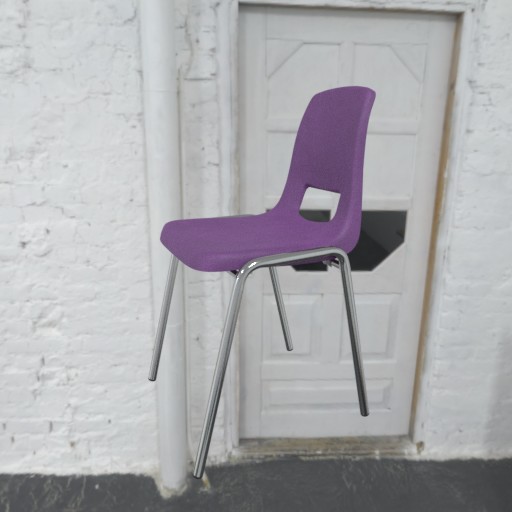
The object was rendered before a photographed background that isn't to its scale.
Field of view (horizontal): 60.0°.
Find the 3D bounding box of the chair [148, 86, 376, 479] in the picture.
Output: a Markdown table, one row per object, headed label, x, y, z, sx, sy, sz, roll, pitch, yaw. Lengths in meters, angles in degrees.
| label | x | y | z | sx | sy | sz | roll | pitch | yaw |
| --- | --- | --- | --- | --- | --- | --- | --- | --- | --- |
| chair | 0.000 | 0.000 | 0.963 | 0.432 | 0.704 | 0.381 | -8 | 18 | -25 |
